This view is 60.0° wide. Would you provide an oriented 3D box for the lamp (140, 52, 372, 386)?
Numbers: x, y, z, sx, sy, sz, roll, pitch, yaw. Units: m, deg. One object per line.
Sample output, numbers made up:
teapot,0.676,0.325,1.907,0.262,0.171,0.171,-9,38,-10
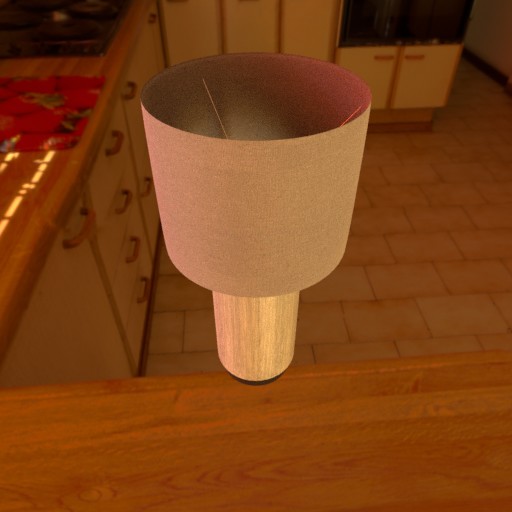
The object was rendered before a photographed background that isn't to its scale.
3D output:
lamp,0.000,0.000,0.587,0.228,0.444,0.228,-25,47,-25
